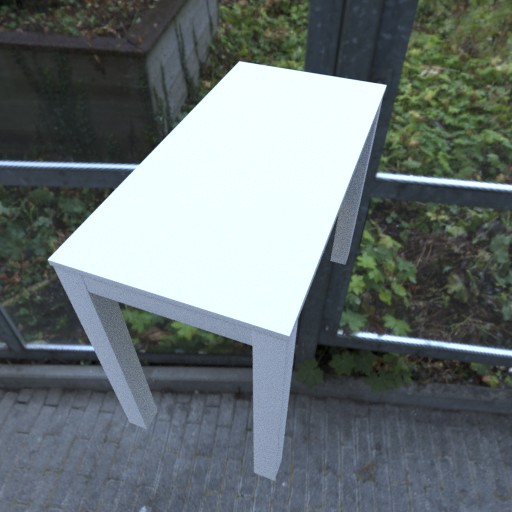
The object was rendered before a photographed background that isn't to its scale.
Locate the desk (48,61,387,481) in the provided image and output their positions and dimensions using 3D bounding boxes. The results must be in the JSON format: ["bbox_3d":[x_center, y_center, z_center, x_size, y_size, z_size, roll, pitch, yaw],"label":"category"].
[{"bbox_3d":[0.000,0.000,1.402,0.497,0.762,0.990,15,48,14],"label":"desk"}]
